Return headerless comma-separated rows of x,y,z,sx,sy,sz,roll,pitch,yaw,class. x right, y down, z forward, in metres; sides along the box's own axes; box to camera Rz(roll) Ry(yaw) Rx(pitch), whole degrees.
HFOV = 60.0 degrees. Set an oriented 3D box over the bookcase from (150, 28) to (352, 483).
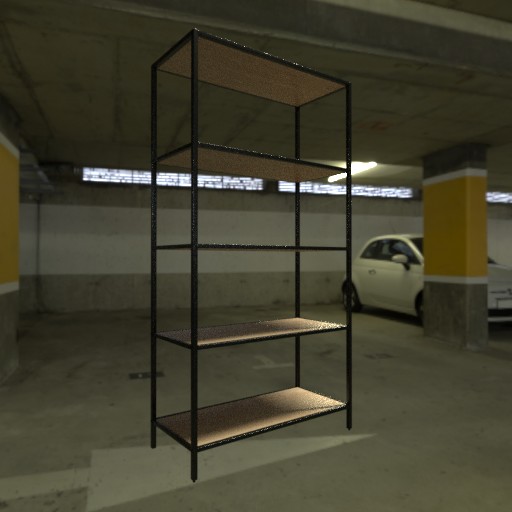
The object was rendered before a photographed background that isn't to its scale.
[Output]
0.000,0.000,1.826,0.770,1.500,0.350,0,-1,-36,bookcase
